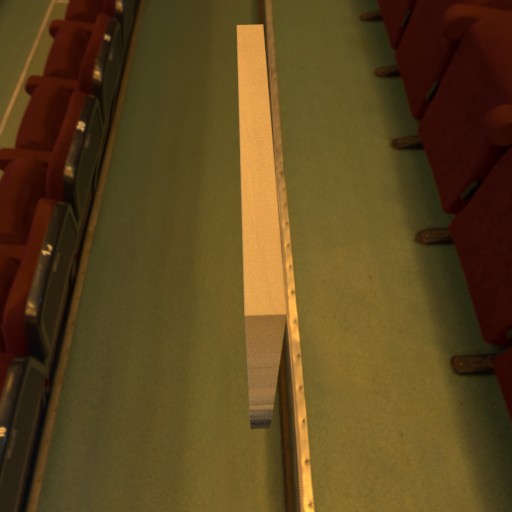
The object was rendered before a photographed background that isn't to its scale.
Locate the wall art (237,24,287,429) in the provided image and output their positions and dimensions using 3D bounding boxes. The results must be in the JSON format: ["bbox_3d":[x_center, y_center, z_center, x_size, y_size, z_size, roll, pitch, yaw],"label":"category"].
[{"bbox_3d":[0.000,0.000,0.715,0.037,0.511,0.435,-2,58,-1],"label":"wall art"}]
